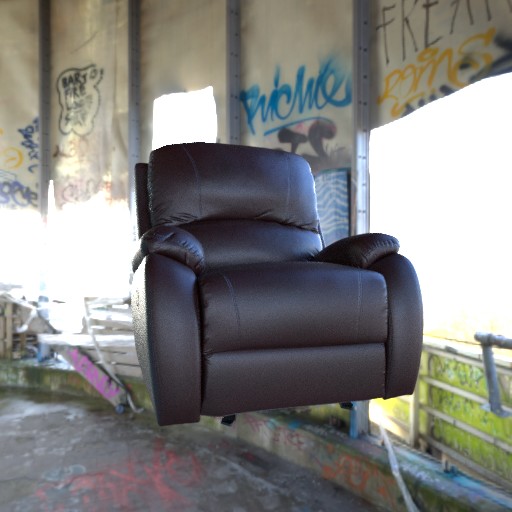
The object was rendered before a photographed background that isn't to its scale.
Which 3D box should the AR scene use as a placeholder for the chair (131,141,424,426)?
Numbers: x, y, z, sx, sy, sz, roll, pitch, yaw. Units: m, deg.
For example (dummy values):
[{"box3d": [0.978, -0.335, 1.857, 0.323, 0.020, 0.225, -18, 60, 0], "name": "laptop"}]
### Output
[{"box3d": [0.000, 0.000, 1.734, 0.930, 1.011, 0.899, 0, 0, -19], "name": "chair"}]
